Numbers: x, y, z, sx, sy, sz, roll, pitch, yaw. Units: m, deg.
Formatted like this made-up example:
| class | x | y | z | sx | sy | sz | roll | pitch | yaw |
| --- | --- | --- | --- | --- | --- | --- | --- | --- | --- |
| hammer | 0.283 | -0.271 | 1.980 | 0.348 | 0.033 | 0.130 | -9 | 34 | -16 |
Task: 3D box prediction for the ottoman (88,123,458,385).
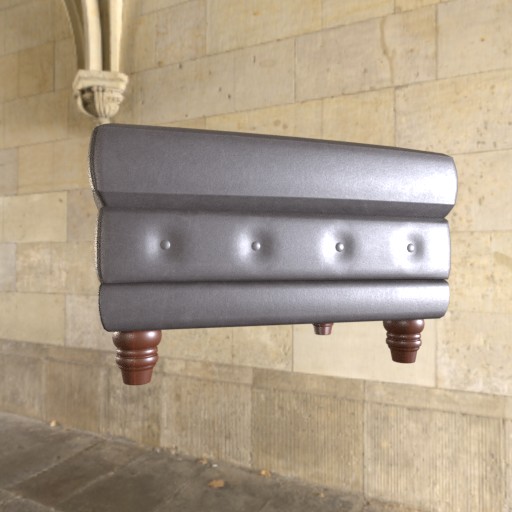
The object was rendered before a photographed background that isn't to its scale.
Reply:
| class | x | y | z | sx | sy | sz | roll | pitch | yaw |
| --- | --- | --- | --- | --- | --- | --- | --- | --- | --- |
| ottoman | 0.000 | 0.000 | 1.155 | 0.795 | 0.498 | 0.590 | 0 | -1 | -18 |
